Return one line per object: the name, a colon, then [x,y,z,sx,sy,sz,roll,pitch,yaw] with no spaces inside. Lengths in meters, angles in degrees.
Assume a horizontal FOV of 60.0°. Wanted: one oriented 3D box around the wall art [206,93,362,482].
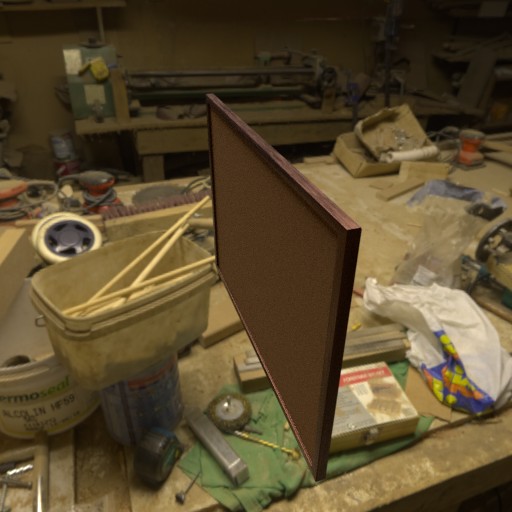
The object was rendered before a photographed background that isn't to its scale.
wall art: [0.000,0.000,0.560,0.012,0.304,0.431,-10,34,-16]
